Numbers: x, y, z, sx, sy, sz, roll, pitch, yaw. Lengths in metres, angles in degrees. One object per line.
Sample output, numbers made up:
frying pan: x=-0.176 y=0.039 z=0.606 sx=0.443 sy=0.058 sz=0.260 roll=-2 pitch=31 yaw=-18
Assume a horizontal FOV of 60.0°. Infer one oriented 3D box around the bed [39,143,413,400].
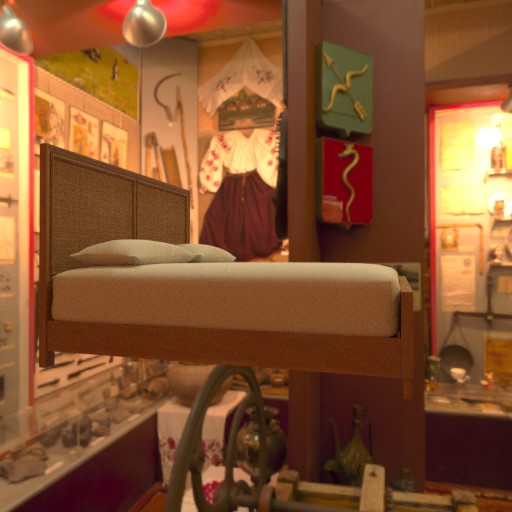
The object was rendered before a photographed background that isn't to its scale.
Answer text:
bed: x=0.000 y=0.000 z=3.373 sx=2.184 sy=1.387 sz=2.003 roll=0 pitch=0 yaw=18
